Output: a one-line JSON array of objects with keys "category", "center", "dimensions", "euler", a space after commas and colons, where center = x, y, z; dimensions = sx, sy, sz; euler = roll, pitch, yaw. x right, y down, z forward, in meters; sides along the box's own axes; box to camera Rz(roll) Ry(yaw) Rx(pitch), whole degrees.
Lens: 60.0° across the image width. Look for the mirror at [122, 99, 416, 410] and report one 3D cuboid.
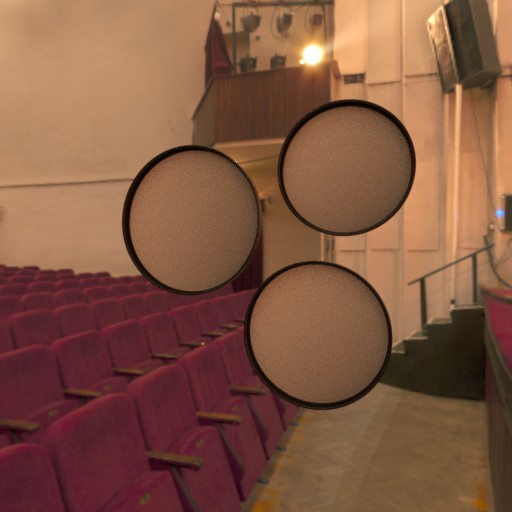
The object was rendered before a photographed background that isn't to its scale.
[{"category": "mirror", "center": [0.000, 0.000, 3.178], "dimensions": [2.160, 2.096, 0.076], "euler": [0, 0, 17]}]
